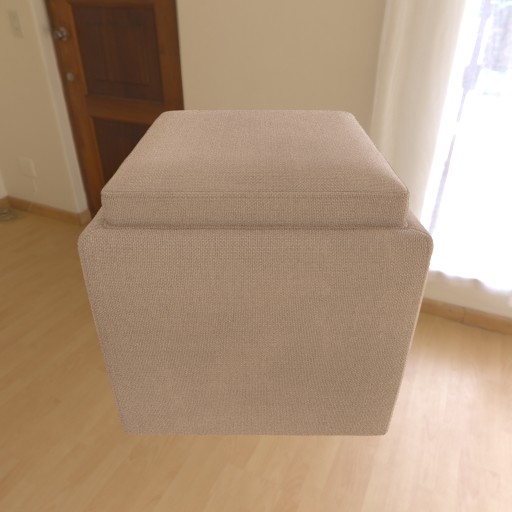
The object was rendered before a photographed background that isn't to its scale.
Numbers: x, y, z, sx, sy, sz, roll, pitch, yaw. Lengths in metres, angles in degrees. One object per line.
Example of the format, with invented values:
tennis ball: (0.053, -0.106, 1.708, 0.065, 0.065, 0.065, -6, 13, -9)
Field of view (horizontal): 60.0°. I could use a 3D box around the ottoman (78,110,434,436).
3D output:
ottoman: (0.000, 0.000, 0.799, 0.450, 0.460, 0.451, 0, 31, 0)
